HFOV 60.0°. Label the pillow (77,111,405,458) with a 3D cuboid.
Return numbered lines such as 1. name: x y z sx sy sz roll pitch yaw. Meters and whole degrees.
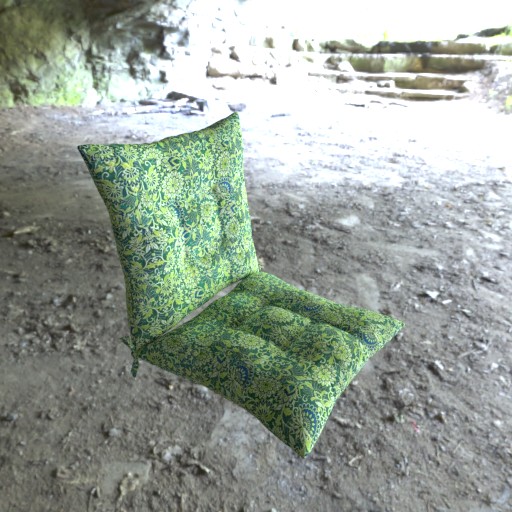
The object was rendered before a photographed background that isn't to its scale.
1. pillow: 0.000 0.000 1.019 0.585 0.536 0.541 18 32 32
